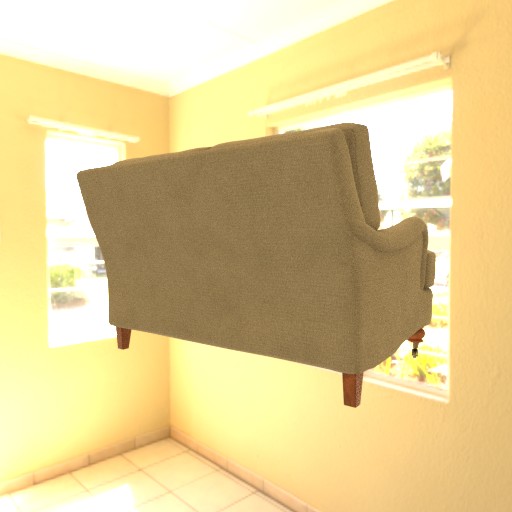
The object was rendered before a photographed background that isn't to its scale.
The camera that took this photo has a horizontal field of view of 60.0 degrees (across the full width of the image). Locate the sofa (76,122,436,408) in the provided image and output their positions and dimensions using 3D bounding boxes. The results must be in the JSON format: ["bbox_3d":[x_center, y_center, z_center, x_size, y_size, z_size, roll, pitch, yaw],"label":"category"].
[{"bbox_3d":[0.000,0.000,2.189,1.480,0.999,1.087,2,3,37],"label":"sofa"}]
